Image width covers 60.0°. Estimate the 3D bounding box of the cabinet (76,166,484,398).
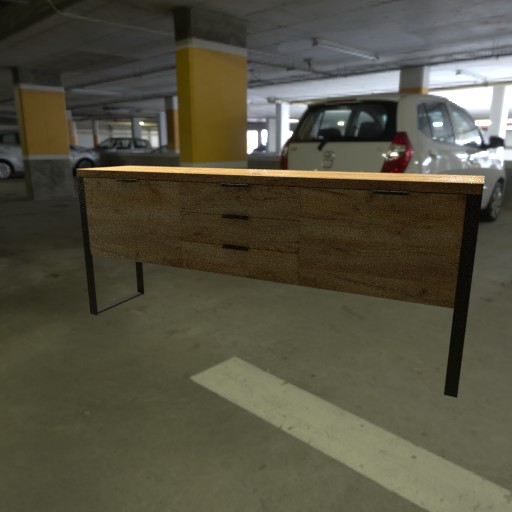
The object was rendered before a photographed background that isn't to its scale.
[{"bbox_3d":[0.000,0.000,2.048,1.800,0.762,0.395,7,16,26],"label":"cabinet"}]
